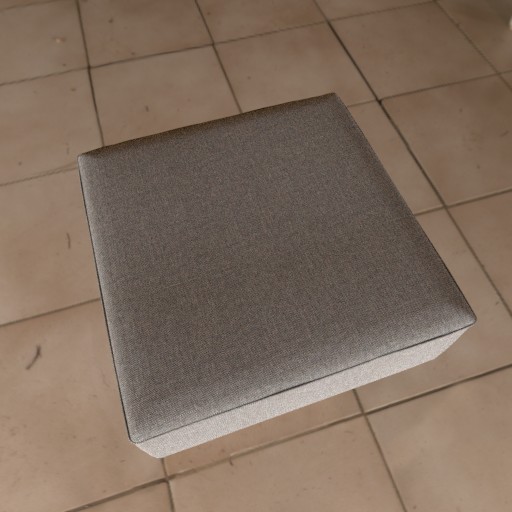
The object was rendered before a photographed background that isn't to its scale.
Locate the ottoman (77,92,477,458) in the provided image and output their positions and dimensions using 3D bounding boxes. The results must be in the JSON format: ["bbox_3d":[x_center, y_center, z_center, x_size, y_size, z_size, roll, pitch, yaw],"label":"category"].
[{"bbox_3d":[0.000,0.000,1.546,1.017,0.423,1.023,-16,62,-9],"label":"ottoman"}]
